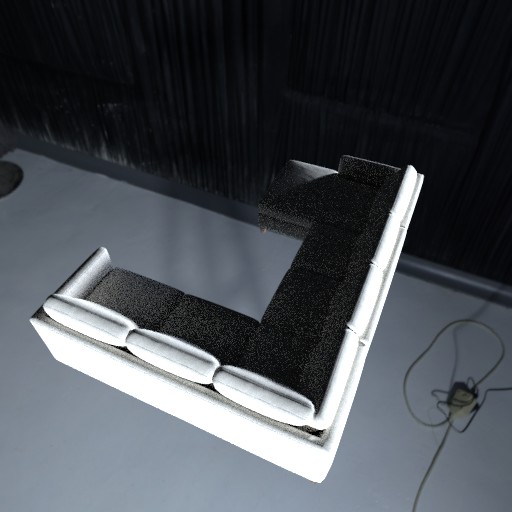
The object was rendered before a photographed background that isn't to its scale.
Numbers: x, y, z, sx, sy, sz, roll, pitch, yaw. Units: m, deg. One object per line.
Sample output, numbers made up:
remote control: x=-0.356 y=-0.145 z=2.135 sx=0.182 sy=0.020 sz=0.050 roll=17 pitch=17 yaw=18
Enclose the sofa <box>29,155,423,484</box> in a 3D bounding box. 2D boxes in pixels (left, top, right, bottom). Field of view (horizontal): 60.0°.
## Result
sofa: x=0.000 y=0.000 z=4.330 sx=2.551 sy=0.853 sz=3.238 roll=19 pitch=50 yaw=16
